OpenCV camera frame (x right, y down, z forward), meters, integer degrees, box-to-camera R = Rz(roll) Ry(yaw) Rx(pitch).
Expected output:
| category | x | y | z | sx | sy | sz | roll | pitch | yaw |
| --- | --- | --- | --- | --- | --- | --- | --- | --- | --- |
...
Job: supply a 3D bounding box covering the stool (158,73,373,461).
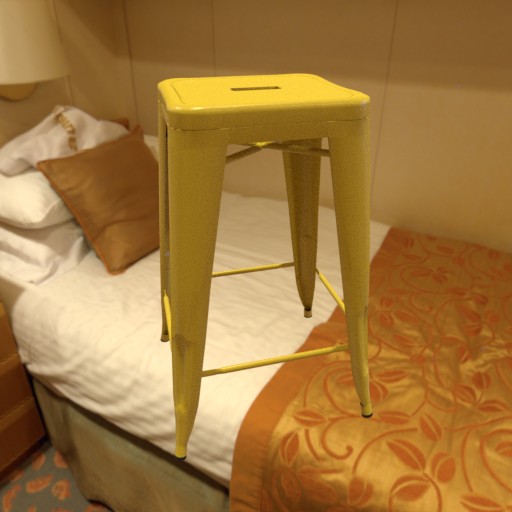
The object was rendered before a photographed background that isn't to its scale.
| category | x | y | z | sx | sy | sz | roll | pitch | yaw |
| --- | --- | --- | --- | --- | --- | --- | --- | --- | --- |
| stool | 0.000 | 0.000 | 0.843 | 0.399 | 0.609 | 0.359 | -8 | 31 | -13 |
